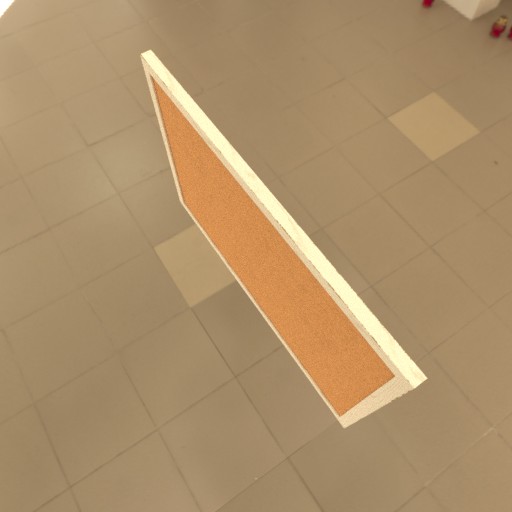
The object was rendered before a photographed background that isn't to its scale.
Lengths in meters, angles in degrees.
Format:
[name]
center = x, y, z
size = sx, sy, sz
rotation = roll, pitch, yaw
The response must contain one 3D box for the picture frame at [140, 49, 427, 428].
[picture frame]
center = 0.000, 0.000, 1.182
size = 0.029, 0.640, 0.950
rotation = -31, 67, -15
